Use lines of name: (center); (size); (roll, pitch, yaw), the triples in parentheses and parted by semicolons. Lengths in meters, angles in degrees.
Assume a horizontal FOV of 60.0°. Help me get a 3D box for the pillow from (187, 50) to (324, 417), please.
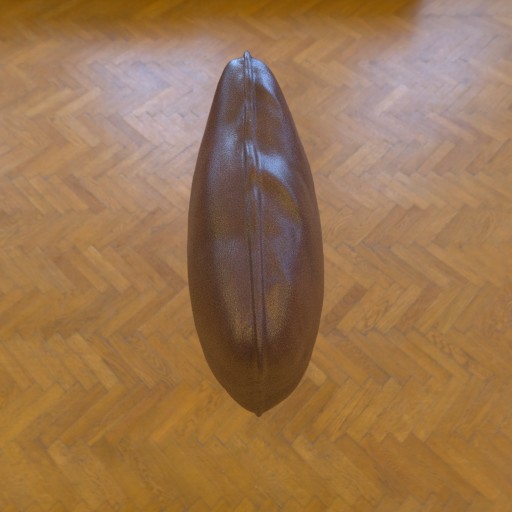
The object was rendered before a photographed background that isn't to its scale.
pillow: (0.000, 0.000, 0.830); (0.236, 0.523, 0.532); (-2, 63, -1)
